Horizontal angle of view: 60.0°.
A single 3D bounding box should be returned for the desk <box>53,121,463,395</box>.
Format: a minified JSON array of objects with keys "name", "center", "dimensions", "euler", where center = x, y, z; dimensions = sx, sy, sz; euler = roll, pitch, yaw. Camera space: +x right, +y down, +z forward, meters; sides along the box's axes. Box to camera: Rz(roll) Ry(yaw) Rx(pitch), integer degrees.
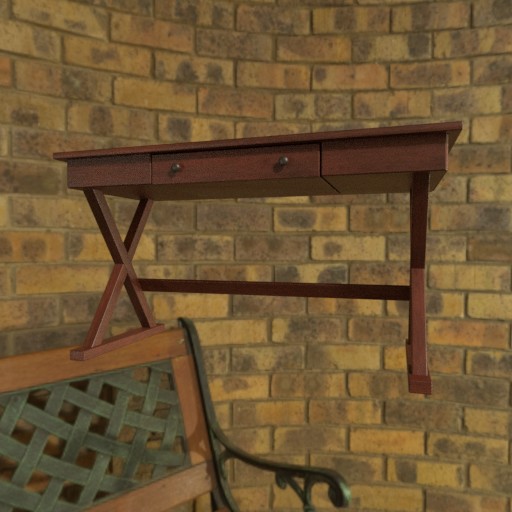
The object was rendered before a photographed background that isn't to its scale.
[{"name":"desk","center":[0.000,0.000,1.708],"dimensions":[1.372,0.761,0.600],"euler":[0,2,18]}]
